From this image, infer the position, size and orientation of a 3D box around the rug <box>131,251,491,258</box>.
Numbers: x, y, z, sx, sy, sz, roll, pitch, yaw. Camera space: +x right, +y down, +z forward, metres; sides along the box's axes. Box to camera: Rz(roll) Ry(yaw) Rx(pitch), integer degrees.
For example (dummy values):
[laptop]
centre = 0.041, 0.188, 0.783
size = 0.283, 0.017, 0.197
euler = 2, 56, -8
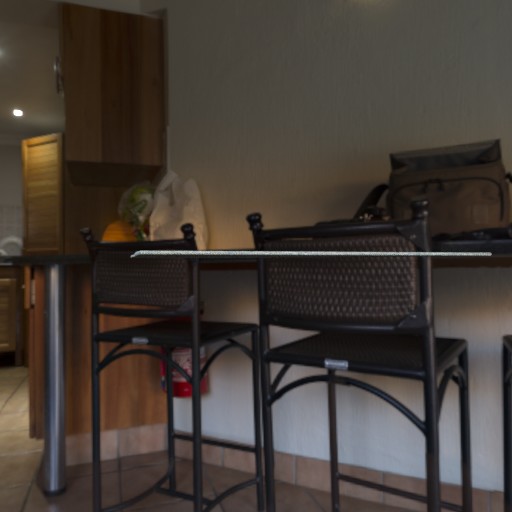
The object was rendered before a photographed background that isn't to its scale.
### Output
[rug]
centre = 0.000, 0.000, 2.874
size = 1.547, 0.013, 2.283
euler = 0, -1, -16
